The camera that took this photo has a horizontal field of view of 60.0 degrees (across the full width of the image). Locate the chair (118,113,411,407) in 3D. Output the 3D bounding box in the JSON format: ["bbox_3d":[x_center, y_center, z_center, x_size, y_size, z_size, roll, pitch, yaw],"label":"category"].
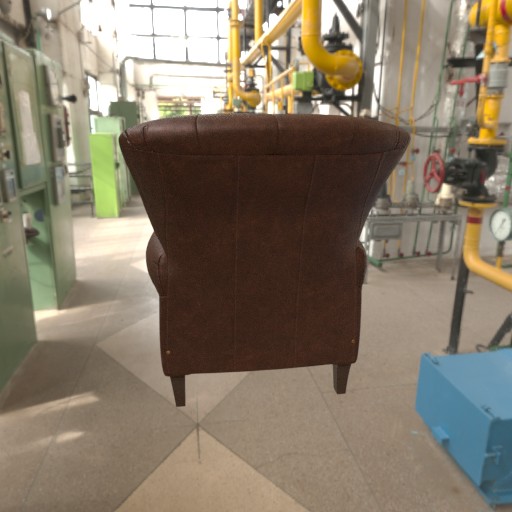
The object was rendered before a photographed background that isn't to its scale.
[{"bbox_3d":[0.000,0.000,1.944,0.979,1.162,1.031,-2,16,-7],"label":"chair"}]
